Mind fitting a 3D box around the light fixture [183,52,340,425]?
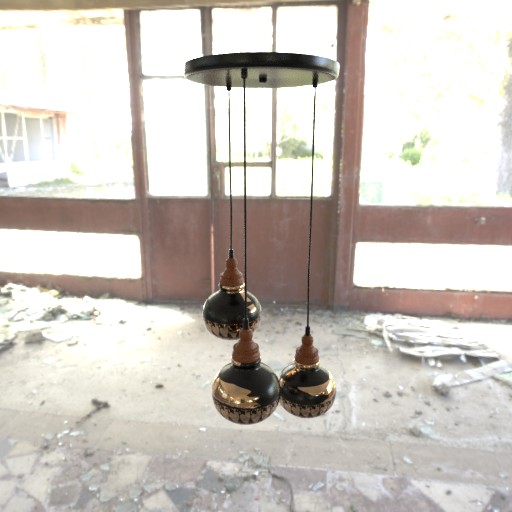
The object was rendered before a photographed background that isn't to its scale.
[{"bbox_3d":[0.000,0.000,1.785,0.605,1.410,0.608,13,19,43],"label":"light fixture"}]
